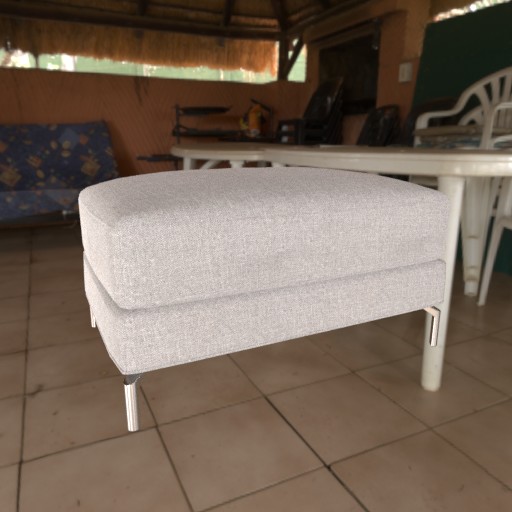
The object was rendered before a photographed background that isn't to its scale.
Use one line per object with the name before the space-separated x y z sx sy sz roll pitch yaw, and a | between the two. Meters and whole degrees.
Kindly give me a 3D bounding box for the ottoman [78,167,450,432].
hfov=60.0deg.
ottoman | 0.000 0.000 1.185 0.838 0.457 0.584 -7 17 -26
